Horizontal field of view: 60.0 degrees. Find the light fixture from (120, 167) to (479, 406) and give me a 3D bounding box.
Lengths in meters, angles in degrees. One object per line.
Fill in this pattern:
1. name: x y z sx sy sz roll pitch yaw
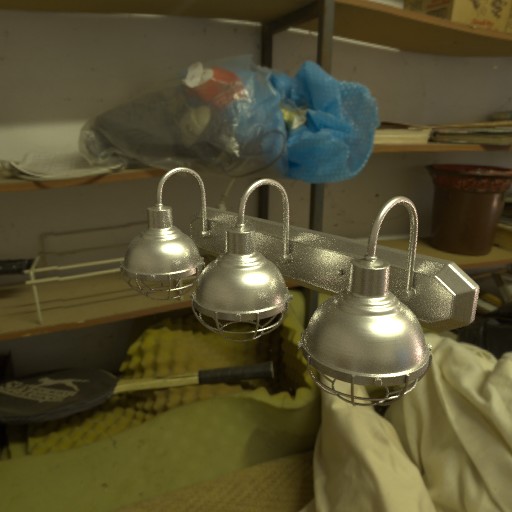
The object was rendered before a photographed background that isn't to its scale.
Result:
1. light fixture: 0.000 0.000 0.741 0.229 0.254 0.634 -16 24 -42
